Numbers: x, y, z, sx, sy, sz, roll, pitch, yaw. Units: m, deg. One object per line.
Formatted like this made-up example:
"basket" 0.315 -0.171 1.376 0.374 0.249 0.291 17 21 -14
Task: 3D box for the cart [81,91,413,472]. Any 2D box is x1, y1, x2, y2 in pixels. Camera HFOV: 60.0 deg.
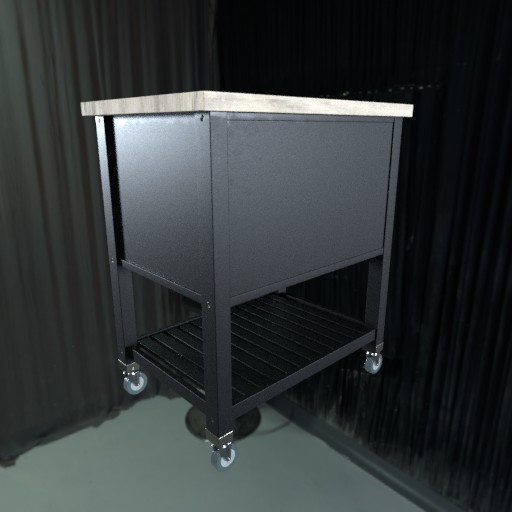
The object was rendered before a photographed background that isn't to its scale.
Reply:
"cart" 0.000 0.000 1.415 0.797 0.920 0.567 -15 22 -41
